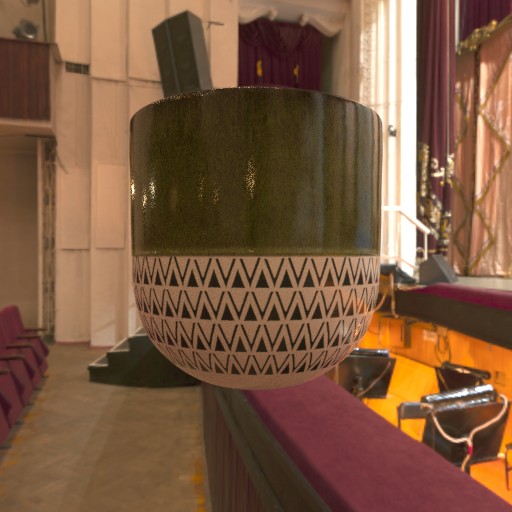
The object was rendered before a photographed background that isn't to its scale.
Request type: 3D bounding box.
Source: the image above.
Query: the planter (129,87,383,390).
[{"bbox_3d":[0.000,0.000,0.484,0.266,0.270,0.266,0,0,0],"label":"planter"}]
